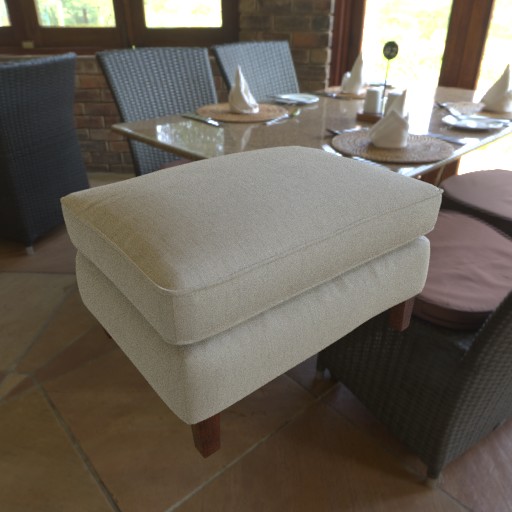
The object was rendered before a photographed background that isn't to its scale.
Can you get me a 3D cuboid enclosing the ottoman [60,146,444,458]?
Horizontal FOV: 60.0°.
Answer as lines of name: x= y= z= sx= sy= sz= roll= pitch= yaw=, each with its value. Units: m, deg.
ottoman: x=0.000 y=0.000 z=0.968 sx=0.665 sy=0.406 sz=0.501 roll=-21 pitch=35 yaw=-33
